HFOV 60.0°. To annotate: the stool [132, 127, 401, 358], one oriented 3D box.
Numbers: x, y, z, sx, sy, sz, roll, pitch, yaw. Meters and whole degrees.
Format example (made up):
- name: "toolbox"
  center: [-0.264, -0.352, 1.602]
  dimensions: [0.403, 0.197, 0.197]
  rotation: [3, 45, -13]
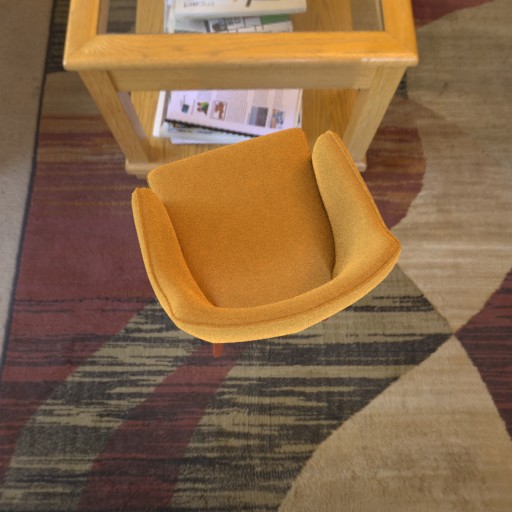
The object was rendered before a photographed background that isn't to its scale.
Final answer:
- name: "stool"
  center: [0.000, 0.000, 1.314]
  dimensions: [0.548, 1.012, 0.558]
  rotation: [-18, 75, -5]
